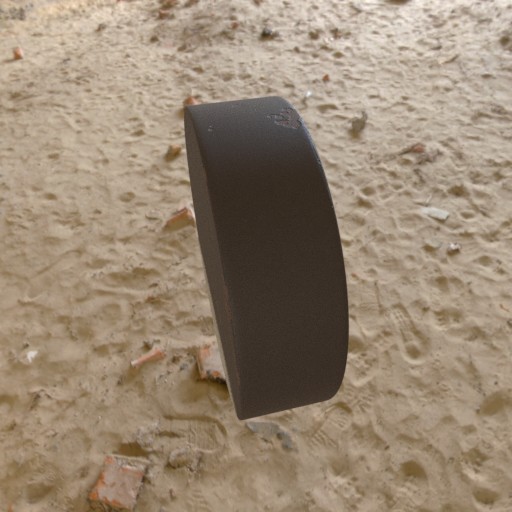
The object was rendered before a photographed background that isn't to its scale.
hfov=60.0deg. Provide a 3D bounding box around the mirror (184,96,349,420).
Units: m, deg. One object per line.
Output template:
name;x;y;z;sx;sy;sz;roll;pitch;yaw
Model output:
mirror;0.000;0.000;0.578;0.126;0.386;0.386;-10;47;-9
